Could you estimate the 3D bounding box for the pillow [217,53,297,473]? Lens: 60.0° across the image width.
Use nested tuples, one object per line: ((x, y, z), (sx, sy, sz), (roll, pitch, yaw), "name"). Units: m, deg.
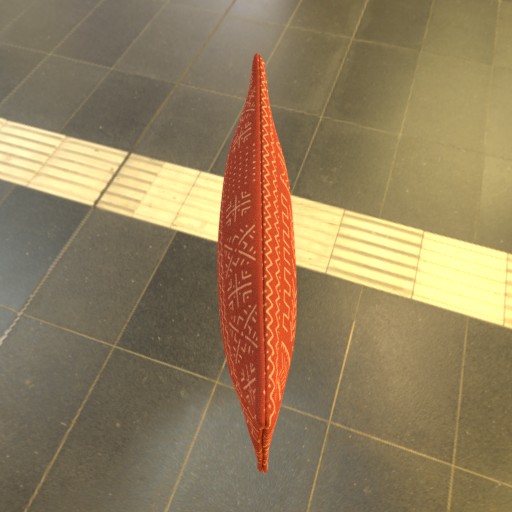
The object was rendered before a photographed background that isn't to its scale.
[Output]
((0.000, 0.000, 0.761), (0.130, 0.352, 0.640), (0, 58, 0), "pillow")
